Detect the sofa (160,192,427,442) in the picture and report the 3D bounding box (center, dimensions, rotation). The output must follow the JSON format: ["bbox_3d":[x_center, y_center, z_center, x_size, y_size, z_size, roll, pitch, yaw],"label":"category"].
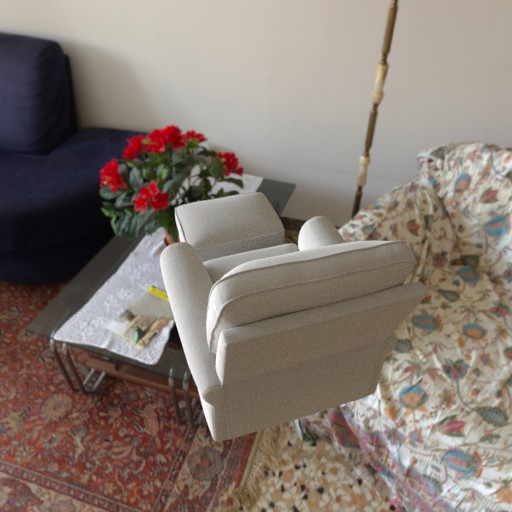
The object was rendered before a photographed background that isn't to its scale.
[{"bbox_3d":[0.000,0.000,2.087,0.880,0.959,1.478,-12,42,-14],"label":"sofa"}]
